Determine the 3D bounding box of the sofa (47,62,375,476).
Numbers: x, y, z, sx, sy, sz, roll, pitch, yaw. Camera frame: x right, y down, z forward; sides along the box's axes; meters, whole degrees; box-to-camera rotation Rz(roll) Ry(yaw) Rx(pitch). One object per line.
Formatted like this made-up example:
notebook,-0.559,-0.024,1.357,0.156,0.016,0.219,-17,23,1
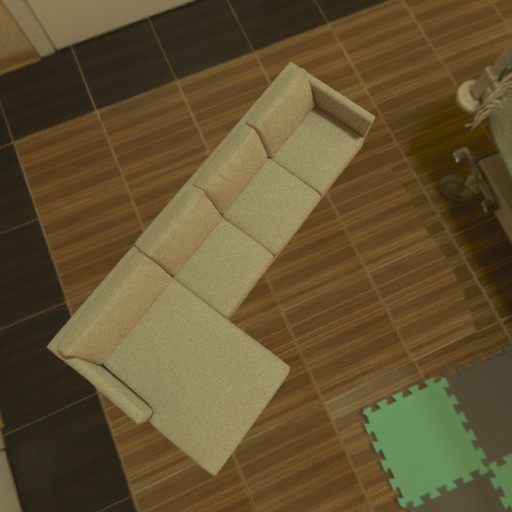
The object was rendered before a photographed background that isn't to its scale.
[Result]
sofa,0.000,0.000,3.804,1.625,0.846,3.186,36,78,9
